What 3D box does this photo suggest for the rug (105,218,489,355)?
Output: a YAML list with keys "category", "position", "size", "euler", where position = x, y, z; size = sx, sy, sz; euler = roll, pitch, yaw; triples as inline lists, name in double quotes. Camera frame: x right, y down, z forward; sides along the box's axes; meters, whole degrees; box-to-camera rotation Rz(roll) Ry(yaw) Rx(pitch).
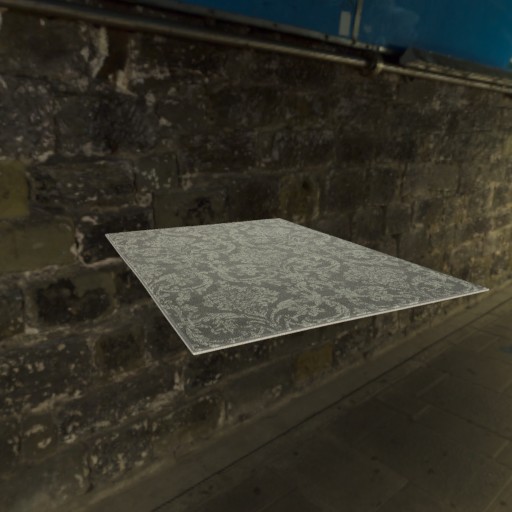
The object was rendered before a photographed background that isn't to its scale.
- category: "rug"
  position: [0.000, 0.000, 2.885]
  size: [1.578, 0.014, 2.206]
  euler: [-7, 17, -25]
